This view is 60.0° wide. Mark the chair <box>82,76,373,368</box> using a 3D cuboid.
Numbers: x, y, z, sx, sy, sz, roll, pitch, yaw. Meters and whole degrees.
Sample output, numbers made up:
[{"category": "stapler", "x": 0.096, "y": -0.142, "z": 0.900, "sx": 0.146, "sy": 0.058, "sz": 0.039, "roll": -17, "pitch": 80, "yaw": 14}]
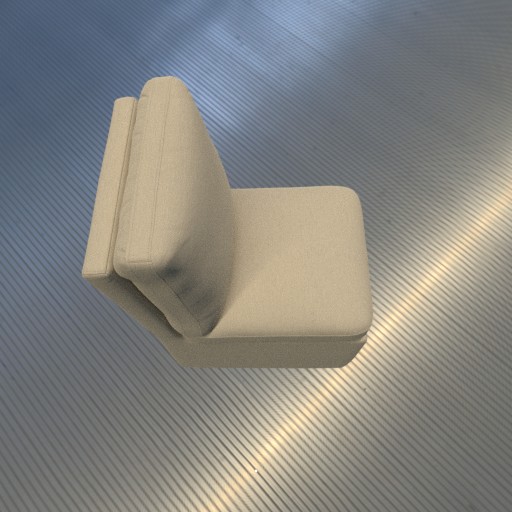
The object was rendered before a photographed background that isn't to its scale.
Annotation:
[{"category": "chair", "x": 0.000, "y": 0.000, "z": 1.324, "sx": 0.698, "sy": 0.927, "sz": 0.503, "roll": 0, "pitch": 64, "yaw": 0}]
